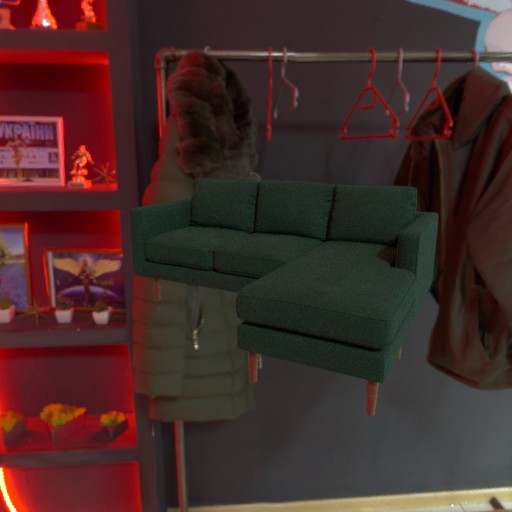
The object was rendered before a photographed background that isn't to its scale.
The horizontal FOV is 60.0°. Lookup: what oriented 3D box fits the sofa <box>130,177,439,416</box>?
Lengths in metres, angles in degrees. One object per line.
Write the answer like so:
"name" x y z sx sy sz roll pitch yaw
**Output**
"sofa" 0.000 0.000 2.876 2.030 0.899 1.580 7 16 27
